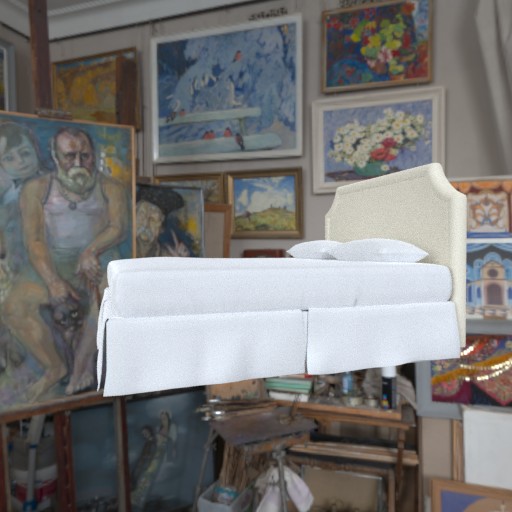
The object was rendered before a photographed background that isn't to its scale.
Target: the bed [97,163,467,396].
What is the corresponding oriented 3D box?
[{"bbox_3d":[0.000,0.000,4.076,2.773,1.590,2.350,0,1,-19],"label":"bed"}]
